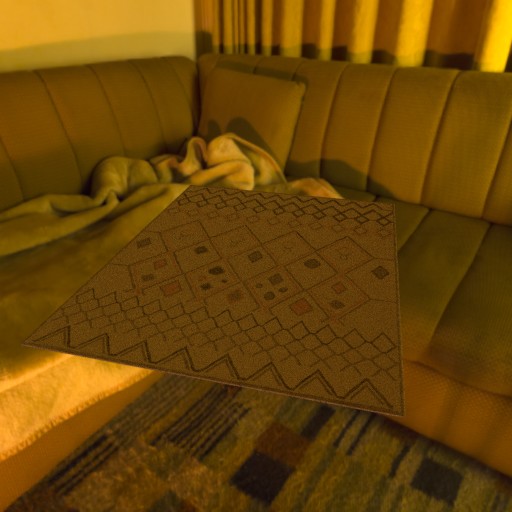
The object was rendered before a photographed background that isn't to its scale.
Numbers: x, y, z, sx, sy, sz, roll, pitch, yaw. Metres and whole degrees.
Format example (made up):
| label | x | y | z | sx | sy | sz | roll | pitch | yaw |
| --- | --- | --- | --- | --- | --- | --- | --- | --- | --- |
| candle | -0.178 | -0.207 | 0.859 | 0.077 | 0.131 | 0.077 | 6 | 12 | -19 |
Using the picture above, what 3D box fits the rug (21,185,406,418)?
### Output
| label | x | y | z | sx | sy | sz | roll | pitch | yaw |
| --- | --- | --- | --- | --- | --- | --- | --- | --- | --- |
| rug | 0.000 | 0.000 | 3.949 | 2.441 | 0.016 | 3.050 | 7 | 30 | 12 |
